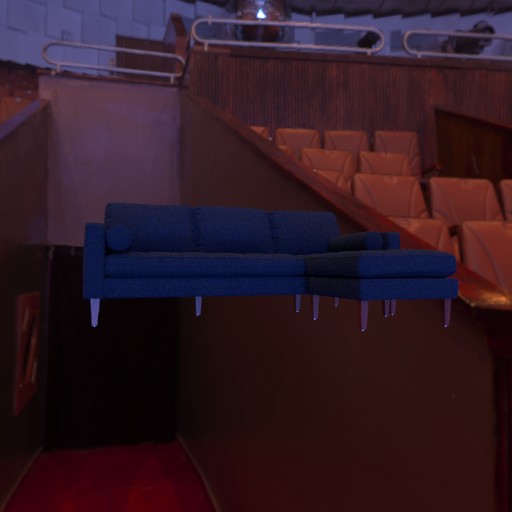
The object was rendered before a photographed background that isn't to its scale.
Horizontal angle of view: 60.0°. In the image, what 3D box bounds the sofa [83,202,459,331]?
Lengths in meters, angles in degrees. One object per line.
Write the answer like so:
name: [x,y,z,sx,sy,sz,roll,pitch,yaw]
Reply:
sofa: [0.000,0.000,2.996,2.185,0.841,1.613,1,-2,-19]
